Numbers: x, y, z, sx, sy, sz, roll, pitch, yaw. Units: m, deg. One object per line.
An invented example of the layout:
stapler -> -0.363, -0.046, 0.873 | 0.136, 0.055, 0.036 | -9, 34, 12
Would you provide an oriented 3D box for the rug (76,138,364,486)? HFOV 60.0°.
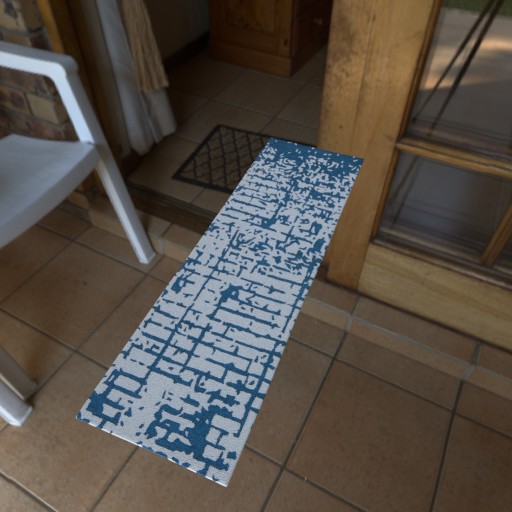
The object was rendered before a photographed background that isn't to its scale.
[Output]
rug -> 0.000, 0.000, 2.652 | 0.750, 0.011, 2.435 | 17, 50, 15
